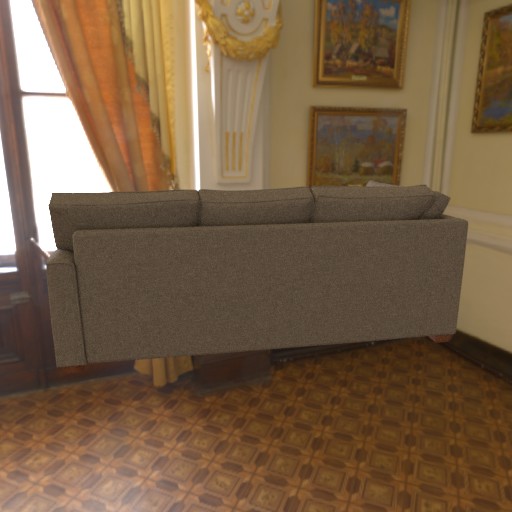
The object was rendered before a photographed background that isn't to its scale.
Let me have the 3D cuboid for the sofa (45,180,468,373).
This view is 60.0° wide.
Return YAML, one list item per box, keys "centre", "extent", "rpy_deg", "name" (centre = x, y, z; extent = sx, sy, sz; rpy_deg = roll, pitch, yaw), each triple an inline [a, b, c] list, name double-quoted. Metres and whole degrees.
- centre: [0.000, 0.000, 2.899]
  extent: [2.317, 0.962, 1.061]
  rpy_deg: [-2, 14, -10]
  name: "sofa"
